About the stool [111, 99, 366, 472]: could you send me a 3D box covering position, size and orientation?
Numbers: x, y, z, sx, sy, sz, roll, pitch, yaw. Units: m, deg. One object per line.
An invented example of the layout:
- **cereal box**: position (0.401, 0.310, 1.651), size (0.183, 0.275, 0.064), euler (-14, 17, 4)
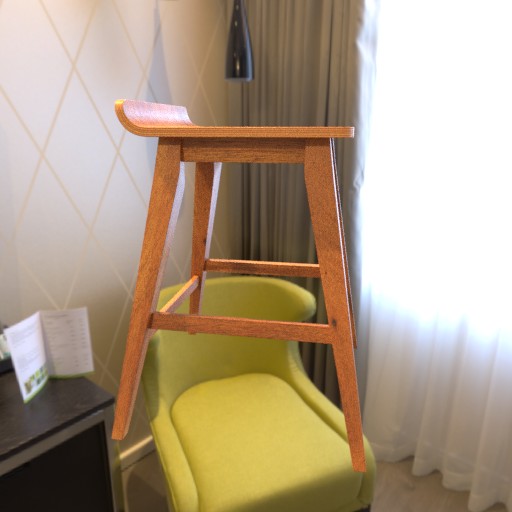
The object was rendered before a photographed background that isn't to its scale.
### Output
- **stool**: position (0.000, 0.000, 0.994), size (0.500, 0.650, 0.500), euler (3, 17, 10)
